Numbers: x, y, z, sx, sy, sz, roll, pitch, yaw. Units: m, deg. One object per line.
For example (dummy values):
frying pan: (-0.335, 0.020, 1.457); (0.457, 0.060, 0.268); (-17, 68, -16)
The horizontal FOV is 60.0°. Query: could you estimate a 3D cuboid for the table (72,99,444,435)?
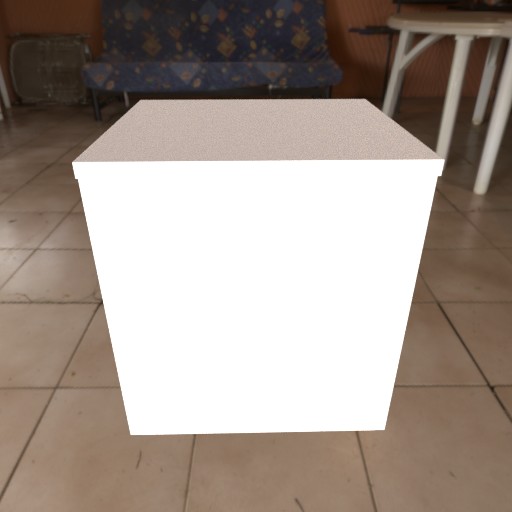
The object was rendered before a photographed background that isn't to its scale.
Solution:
table: (0.000, 0.000, 0.778); (0.420, 0.460, 0.380); (-1, 29, -1)
